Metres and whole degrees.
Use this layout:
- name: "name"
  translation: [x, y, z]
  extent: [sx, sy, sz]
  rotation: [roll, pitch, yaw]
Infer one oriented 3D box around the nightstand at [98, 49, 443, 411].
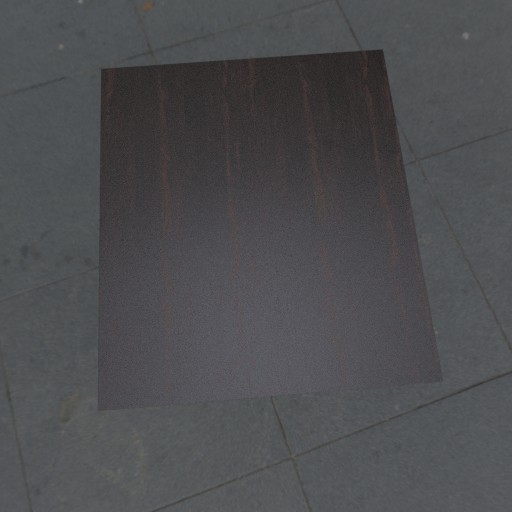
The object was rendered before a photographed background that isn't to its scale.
- name: "nightstand"
  translation: [0.000, 0.000, 0.842]
  extent: [0.427, 0.487, 0.489]
  rotation: [-4, 75, -1]
